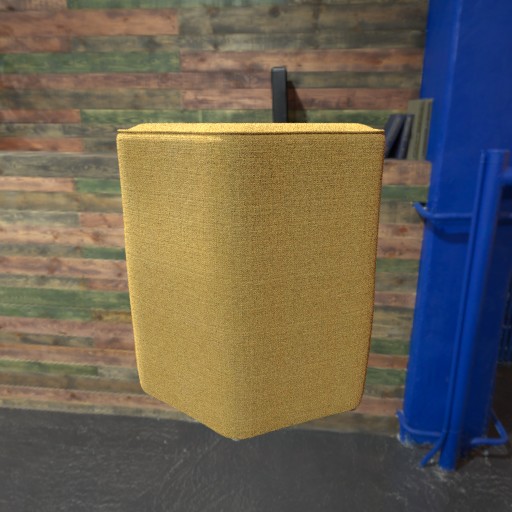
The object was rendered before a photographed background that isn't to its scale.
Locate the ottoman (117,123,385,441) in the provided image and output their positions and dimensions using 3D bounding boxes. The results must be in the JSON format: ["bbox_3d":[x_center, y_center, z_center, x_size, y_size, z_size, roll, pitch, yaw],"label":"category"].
[{"bbox_3d":[0.000,0.000,0.876,0.443,0.502,0.494,2,17,8],"label":"ottoman"}]
